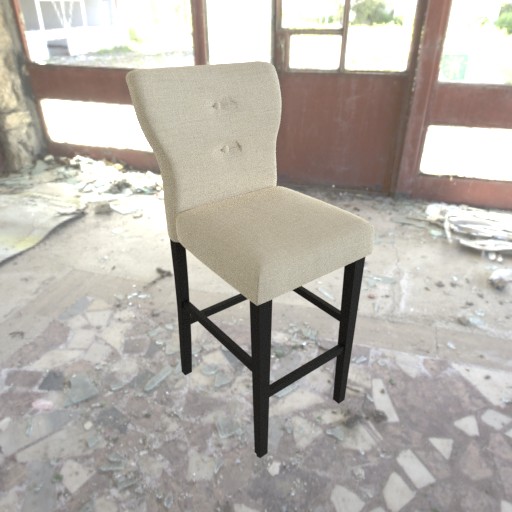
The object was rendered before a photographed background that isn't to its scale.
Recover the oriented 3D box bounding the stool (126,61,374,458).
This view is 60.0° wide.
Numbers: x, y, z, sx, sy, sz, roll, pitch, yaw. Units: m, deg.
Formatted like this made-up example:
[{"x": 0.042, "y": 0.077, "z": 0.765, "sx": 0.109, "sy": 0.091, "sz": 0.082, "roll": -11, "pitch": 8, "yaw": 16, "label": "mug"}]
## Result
[{"x": 0.000, "y": 0.000, "z": 1.460, "sx": 0.516, "sy": 1.124, "sz": 0.603, "roll": -21, "pitch": 35, "yaw": -32, "label": "stool"}]
